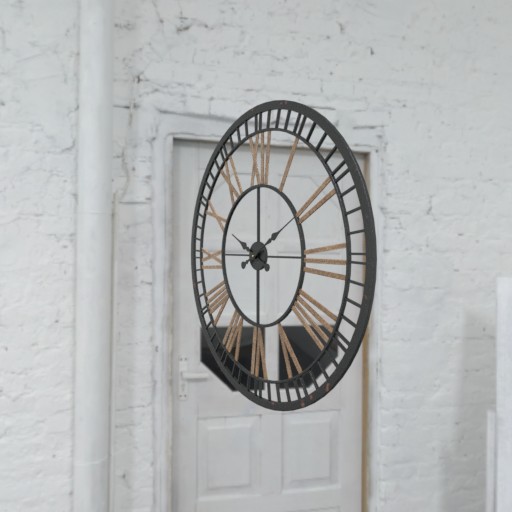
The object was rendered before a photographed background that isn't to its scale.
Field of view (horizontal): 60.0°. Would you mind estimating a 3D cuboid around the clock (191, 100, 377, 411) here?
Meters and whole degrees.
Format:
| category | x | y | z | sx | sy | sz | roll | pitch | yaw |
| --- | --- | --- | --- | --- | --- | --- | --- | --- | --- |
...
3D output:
| category | x | y | z | sx | sy | sz | roll | pitch | yaw |
| --- | --- | --- | --- | --- | --- | --- | --- | --- | --- |
| clock | 0.000 | 0.000 | 1.248 | 0.025 | 0.843 | 0.843 | -1 | 1 | -34 |
